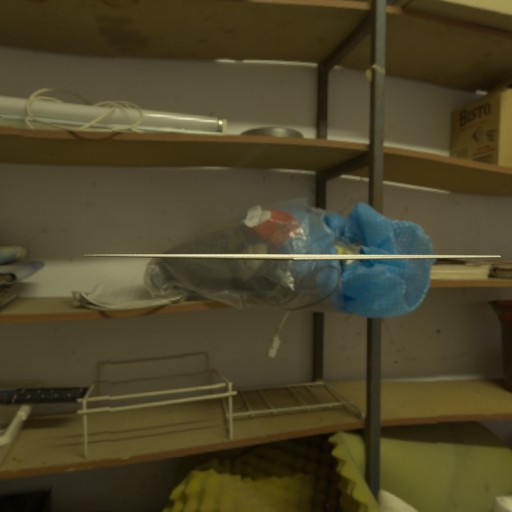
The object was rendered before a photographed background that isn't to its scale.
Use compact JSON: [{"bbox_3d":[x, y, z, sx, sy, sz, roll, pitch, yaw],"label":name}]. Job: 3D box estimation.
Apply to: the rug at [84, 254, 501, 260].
[{"bbox_3d":[0.000,0.000,2.946,1.524,0.012,2.438,0,1,-37],"label":"rug"}]
